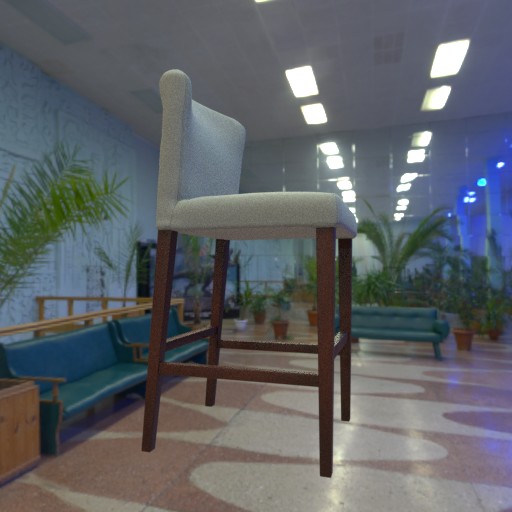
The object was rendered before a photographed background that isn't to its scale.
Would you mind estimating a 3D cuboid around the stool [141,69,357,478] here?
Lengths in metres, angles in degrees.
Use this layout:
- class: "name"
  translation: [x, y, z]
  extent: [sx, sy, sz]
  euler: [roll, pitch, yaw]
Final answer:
- class: "stool"
  translation: [0.000, 0.000, 1.349]
  extent: [0.568, 1.069, 0.479]
  euler: [-1, -2, 18]
